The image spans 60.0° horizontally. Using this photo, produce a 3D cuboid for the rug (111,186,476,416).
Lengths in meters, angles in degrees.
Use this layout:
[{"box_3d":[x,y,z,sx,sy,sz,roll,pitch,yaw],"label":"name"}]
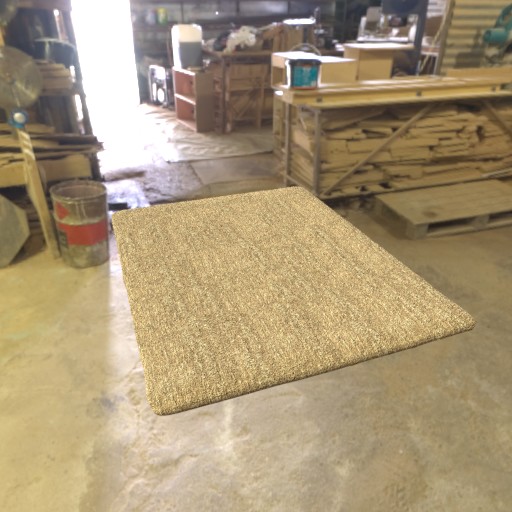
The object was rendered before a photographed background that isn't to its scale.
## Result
[{"box_3d":[0.000,0.000,3.835,2.242,0.050,2.873,-10,31,-18],"label":"rug"}]
